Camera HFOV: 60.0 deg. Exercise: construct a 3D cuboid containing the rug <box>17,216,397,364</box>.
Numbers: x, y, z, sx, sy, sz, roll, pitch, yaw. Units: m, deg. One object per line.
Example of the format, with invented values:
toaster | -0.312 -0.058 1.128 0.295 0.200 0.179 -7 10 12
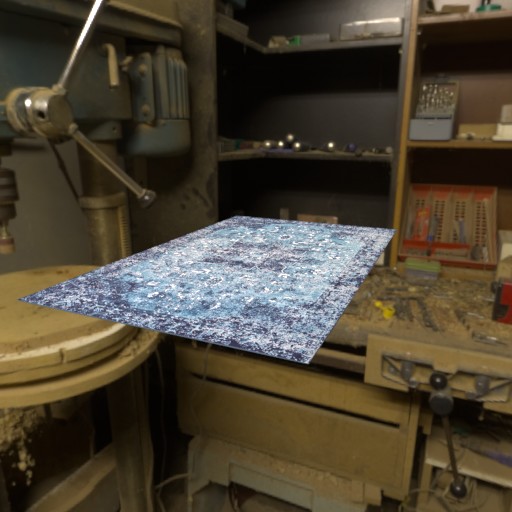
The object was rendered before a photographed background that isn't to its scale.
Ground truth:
rug | 0.000 0.000 2.979 1.525 0.007 2.440 7 17 23
